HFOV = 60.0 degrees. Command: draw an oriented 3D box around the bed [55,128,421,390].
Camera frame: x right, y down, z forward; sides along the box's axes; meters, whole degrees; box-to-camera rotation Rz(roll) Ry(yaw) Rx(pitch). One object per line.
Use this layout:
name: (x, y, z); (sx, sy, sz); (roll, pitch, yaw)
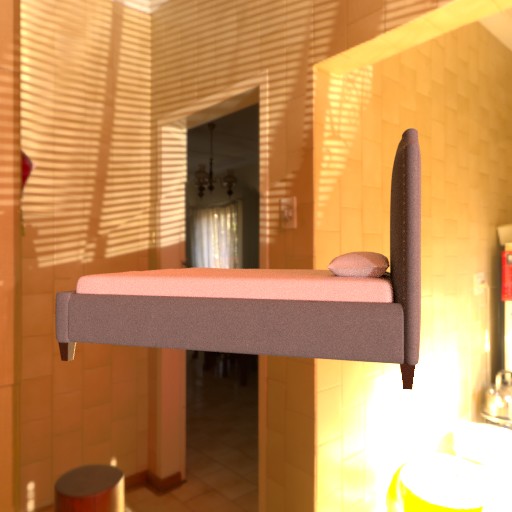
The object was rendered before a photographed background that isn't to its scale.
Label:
bed: (0.000, 0.000, 3.486); (2.372, 1.443, 1.712); (0, 0, 17)
